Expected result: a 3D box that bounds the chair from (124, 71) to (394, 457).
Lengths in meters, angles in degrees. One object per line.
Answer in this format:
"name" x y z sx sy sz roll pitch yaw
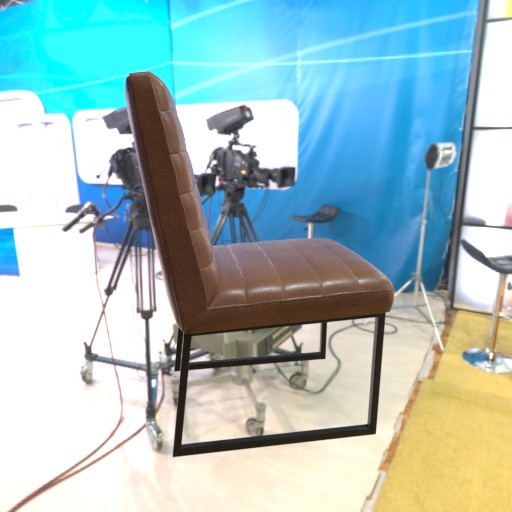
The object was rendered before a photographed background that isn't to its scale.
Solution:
"chair" 0.000 0.000 1.284 0.634 0.930 0.520 -2 15 -9
